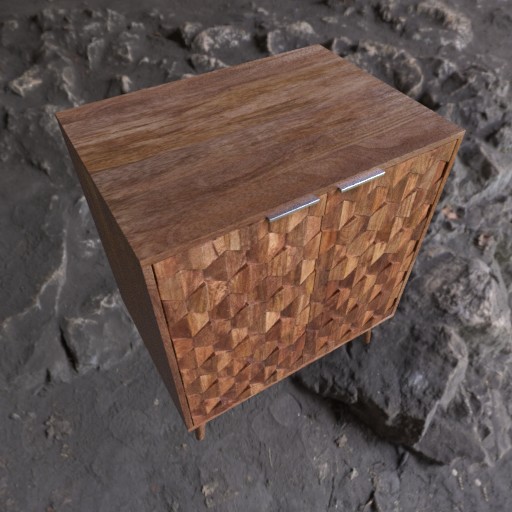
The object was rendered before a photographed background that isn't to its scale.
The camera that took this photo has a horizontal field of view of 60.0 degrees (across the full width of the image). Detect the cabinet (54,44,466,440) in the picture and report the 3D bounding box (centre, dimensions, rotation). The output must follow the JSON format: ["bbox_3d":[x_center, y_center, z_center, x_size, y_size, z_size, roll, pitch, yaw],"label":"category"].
[{"bbox_3d":[0.000,0.000,1.130,0.647,0.758,0.473,-24,52,-21],"label":"cabinet"}]
